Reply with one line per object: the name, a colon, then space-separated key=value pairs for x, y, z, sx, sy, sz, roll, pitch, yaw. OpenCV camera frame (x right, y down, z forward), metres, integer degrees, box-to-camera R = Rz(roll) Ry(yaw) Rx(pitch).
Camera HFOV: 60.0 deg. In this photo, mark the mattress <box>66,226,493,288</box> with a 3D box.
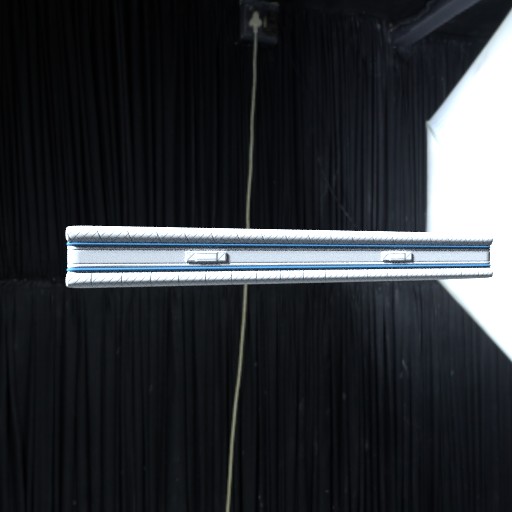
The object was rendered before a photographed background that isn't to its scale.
mattress: x=0.000 y=0.000 z=2.675 sx=2.000 sy=0.230 sz=1.600 roll=0 pitch=0 yaw=-19
